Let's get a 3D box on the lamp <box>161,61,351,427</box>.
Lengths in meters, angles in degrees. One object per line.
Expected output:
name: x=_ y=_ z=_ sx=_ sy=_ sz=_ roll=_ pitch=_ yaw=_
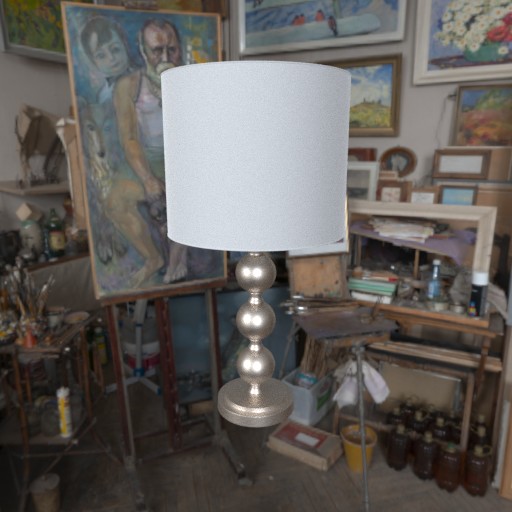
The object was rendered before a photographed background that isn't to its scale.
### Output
lamp: x=0.000 y=0.000 z=0.715 sx=0.277 sy=0.538 sz=0.277 roll=-2 pitch=14 yaw=-8
